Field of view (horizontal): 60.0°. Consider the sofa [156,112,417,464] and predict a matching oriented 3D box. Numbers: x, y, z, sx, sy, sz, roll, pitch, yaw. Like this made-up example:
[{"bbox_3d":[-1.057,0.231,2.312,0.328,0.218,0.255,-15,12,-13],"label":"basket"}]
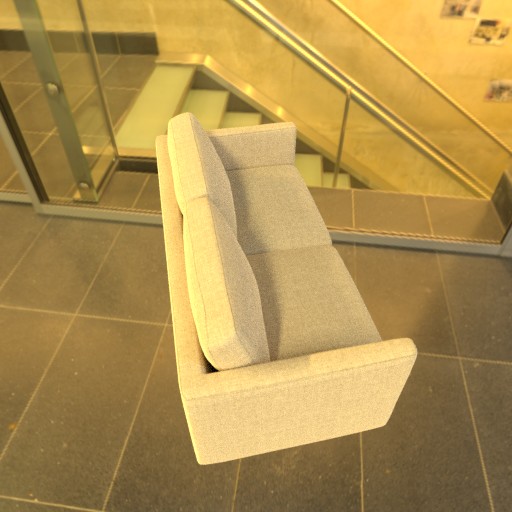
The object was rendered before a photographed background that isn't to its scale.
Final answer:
[{"bbox_3d":[0.000,0.000,2.466,0.950,0.963,1.884,-9,46,-8],"label":"sofa"}]
